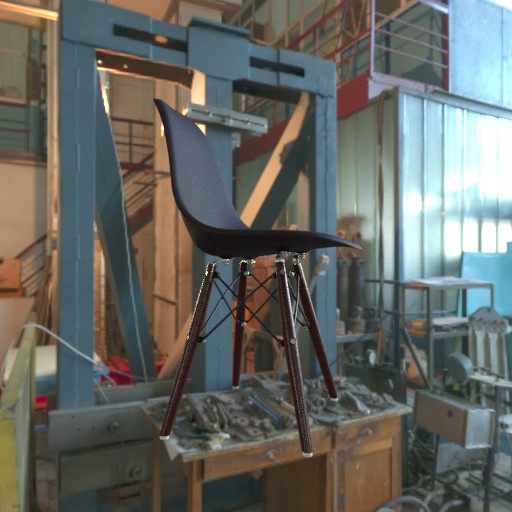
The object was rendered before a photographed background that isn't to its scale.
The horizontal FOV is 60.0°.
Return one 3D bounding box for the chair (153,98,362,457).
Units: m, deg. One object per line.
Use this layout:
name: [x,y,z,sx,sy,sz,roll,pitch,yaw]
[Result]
chair: [0.000,0.000,1.152,0.533,0.826,0.470,0,-1,18]
